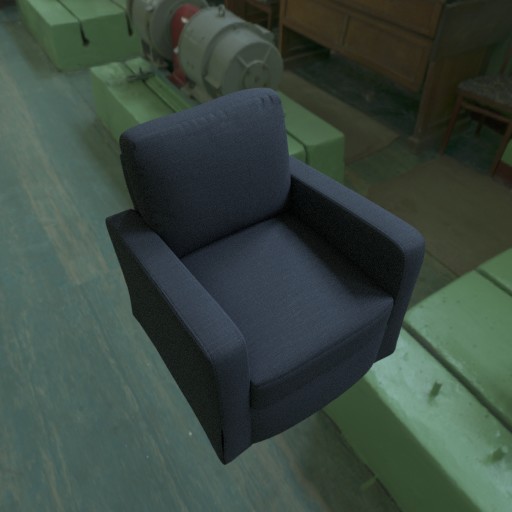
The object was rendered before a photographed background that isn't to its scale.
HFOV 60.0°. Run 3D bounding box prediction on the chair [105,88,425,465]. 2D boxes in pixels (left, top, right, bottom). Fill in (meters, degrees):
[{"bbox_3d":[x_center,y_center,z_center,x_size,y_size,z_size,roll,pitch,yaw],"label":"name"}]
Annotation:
[{"bbox_3d":[0.000,0.000,1.539,0.798,0.855,0.863,-25,50,-23],"label":"chair"}]
